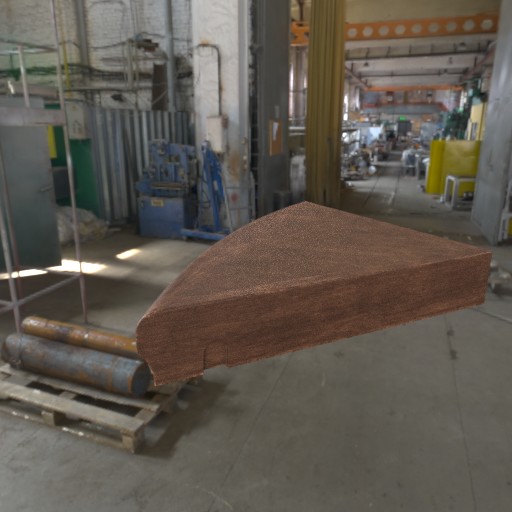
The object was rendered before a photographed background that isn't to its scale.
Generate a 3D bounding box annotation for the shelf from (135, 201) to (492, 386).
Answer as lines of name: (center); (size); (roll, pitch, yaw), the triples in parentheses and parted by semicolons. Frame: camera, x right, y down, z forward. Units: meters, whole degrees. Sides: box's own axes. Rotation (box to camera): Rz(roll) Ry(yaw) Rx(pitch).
shelf: (0.000, 0.000, 0.460); (0.310, 0.050, 0.310); (-8, 18, -25)
